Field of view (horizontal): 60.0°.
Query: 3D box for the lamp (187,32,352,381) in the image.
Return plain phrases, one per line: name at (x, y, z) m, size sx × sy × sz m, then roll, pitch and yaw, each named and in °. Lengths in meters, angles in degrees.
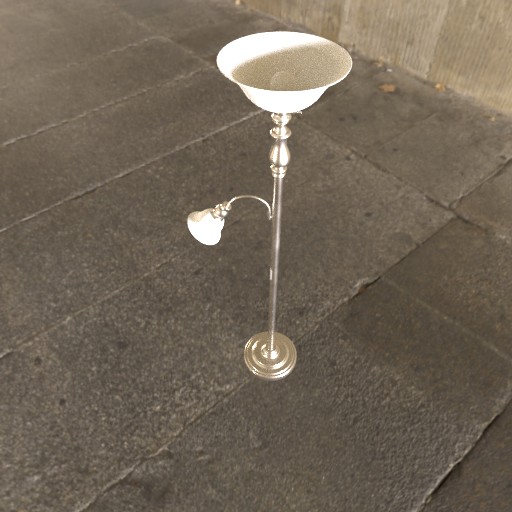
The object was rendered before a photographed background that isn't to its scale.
lamp at (0.000, 0.000, 2.000) m, size 0.575 × 1.785 × 0.405 m, roll 3°, pitch 48°, yaw 3°
